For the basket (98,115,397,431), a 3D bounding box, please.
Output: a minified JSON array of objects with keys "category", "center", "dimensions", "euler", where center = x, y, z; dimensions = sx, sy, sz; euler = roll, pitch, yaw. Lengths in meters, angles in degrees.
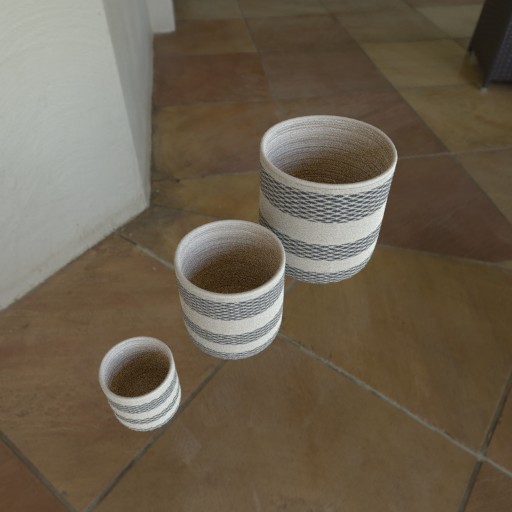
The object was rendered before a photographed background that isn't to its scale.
[{"category":"basket","center":[0.000,0.000,1.095],"dimensions":[0.351,0.356,0.917],"euler":[31,53,27]}]
